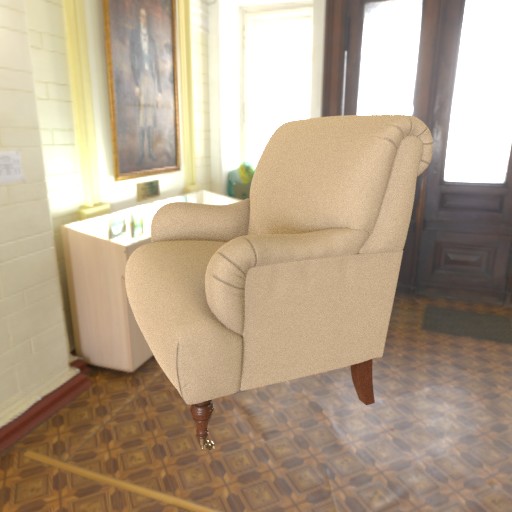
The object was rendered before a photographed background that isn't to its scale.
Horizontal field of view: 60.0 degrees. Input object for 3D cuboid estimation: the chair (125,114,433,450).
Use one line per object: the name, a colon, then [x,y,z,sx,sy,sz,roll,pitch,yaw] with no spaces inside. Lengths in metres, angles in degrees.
chair: [0.000,0.000,1.545,0.842,0.942,0.766,-7,17,-24]
